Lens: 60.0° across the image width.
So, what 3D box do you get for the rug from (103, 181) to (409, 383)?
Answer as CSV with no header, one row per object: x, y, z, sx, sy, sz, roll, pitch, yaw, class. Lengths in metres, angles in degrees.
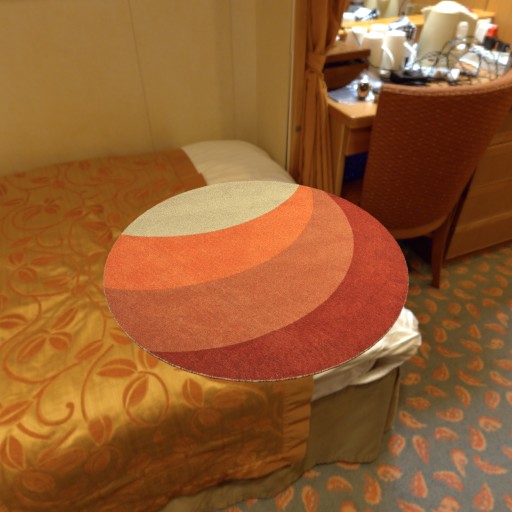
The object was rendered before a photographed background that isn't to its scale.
0.000,0.000,2.275,1.514,0.015,1.514,0,39,0,rug
